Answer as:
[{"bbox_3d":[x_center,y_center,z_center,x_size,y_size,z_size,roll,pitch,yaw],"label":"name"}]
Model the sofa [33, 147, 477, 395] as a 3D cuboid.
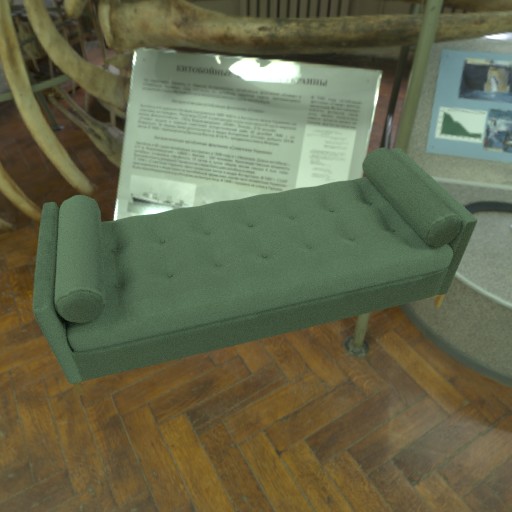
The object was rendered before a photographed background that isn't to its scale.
[{"bbox_3d":[0.000,0.000,2.435,2.102,0.705,0.796,-11,43,-12],"label":"sofa"}]
